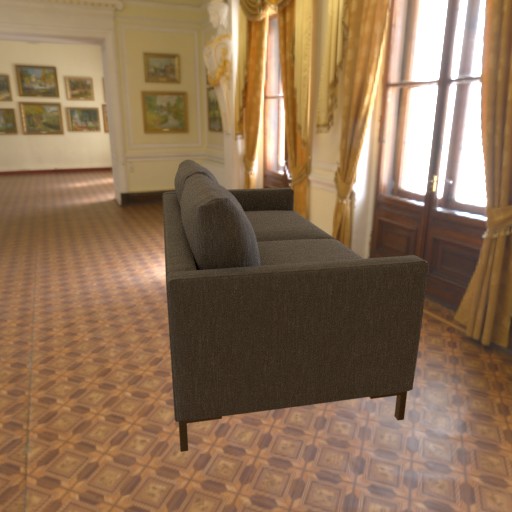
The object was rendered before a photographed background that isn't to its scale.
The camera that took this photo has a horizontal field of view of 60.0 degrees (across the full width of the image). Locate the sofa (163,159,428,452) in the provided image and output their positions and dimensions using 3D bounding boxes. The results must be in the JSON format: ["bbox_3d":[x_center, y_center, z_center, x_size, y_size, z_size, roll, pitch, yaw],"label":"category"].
[{"bbox_3d":[0.000,0.000,2.196,0.875,0.840,1.682,-4,18,-11],"label":"sofa"}]
